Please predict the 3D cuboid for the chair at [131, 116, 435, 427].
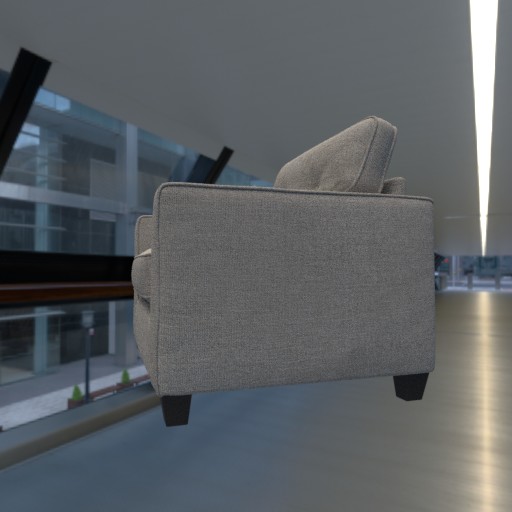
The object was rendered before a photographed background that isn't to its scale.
[{"bbox_3d":[0.000,0.000,1.775,0.939,0.965,1.015,0,-1,-18],"label":"chair"}]
